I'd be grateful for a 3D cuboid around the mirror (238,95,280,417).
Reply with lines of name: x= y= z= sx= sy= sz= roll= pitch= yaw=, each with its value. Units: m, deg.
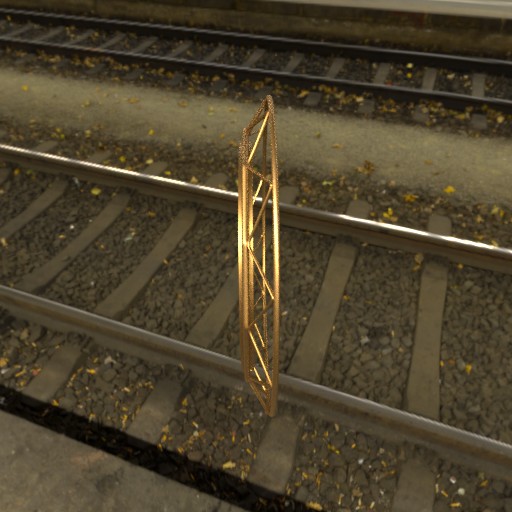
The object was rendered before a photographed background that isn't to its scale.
mirror: x=0.000 y=0.000 z=0.665 sx=0.043 sy=0.454 sz=0.454 roll=-1 pitch=41 yaw=-1
